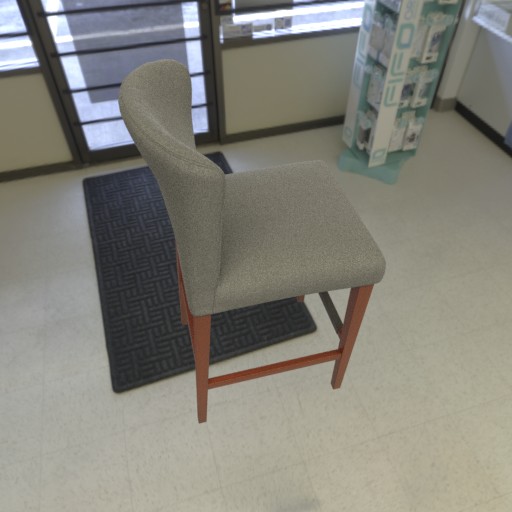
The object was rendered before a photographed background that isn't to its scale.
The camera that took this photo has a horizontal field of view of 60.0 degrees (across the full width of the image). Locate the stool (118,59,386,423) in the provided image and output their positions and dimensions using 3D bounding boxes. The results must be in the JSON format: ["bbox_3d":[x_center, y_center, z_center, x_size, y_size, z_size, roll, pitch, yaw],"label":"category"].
[{"bbox_3d":[0.000,0.000,1.307,0.568,1.069,0.481,-10,47,-10],"label":"stool"}]
